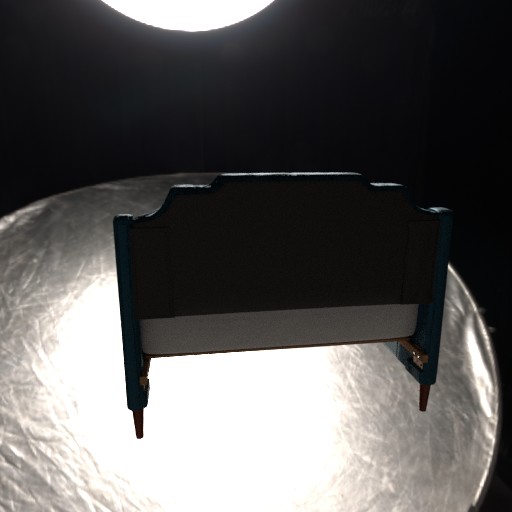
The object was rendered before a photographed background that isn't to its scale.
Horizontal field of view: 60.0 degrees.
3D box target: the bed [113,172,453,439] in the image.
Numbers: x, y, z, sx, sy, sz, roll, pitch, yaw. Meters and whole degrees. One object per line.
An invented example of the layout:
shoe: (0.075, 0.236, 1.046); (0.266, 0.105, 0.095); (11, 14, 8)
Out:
bed: (0.000, 0.000, 3.331); (1.678, 1.338, 2.322); (-2, 14, -9)
